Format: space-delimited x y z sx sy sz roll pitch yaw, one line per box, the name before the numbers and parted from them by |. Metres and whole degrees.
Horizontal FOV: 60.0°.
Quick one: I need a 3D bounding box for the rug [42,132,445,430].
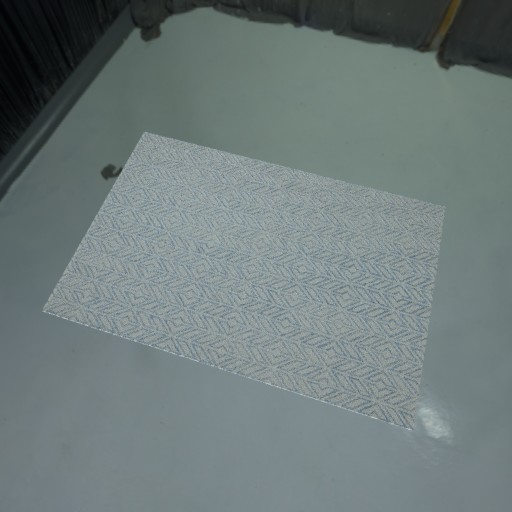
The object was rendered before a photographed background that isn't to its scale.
rug | 0.000 0.000 2.324 1.824 0.008 1.220 16 64 8
